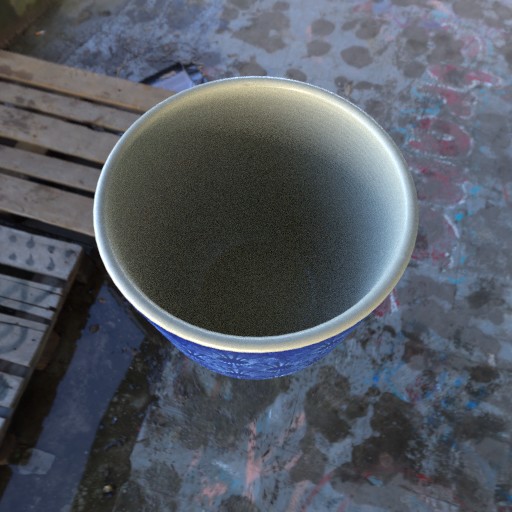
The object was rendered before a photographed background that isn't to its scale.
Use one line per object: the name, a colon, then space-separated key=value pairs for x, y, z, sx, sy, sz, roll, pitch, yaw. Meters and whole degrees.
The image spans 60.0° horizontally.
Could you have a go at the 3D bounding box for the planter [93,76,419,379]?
planter: x=0.000 y=0.000 z=0.368 sx=0.206 sy=0.190 sz=0.206 roll=0 pitch=64 yaw=0
